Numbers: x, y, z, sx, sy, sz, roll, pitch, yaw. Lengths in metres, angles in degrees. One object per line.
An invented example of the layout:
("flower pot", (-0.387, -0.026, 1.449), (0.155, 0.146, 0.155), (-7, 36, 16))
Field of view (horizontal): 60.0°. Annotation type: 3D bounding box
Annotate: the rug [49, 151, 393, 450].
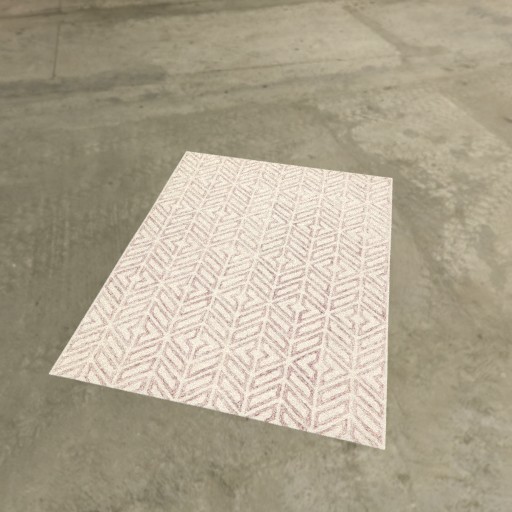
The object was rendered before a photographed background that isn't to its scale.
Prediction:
("rug", (0.000, 0.000, 4.096), (2.421, 0.008, 3.045), (9, 46, 9))
